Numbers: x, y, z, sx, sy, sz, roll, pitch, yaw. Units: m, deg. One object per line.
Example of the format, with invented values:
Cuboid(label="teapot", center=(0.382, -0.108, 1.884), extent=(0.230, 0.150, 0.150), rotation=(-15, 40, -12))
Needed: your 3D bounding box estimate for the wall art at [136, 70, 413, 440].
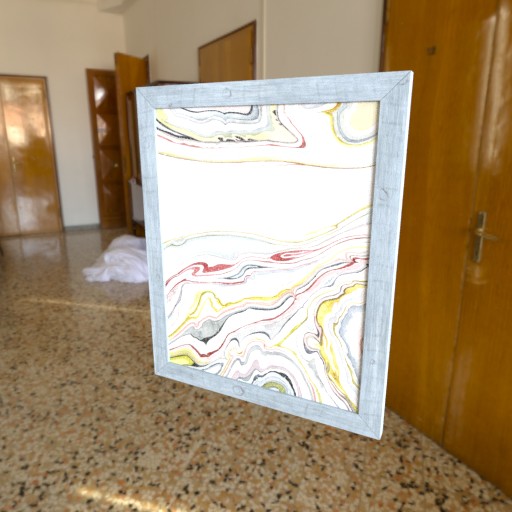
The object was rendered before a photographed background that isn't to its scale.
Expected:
Cuboid(label="wall art", center=(0.000, 0.000, 0.787), extent=(0.479, 0.582, 0.022), rotation=(8, 17, 26))
